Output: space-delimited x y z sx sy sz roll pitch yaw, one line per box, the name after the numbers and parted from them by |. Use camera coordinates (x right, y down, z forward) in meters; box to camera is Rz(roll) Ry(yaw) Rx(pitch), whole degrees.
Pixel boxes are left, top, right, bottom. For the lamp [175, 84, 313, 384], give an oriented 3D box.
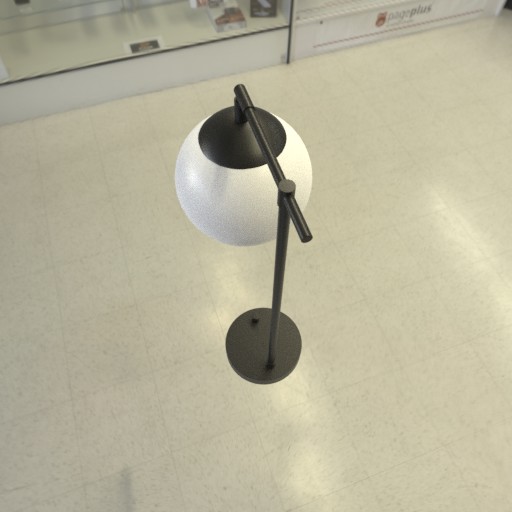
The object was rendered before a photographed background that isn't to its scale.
0.000 0.000 0.714 0.197 0.559 0.316 -15 59 -9 | lamp
